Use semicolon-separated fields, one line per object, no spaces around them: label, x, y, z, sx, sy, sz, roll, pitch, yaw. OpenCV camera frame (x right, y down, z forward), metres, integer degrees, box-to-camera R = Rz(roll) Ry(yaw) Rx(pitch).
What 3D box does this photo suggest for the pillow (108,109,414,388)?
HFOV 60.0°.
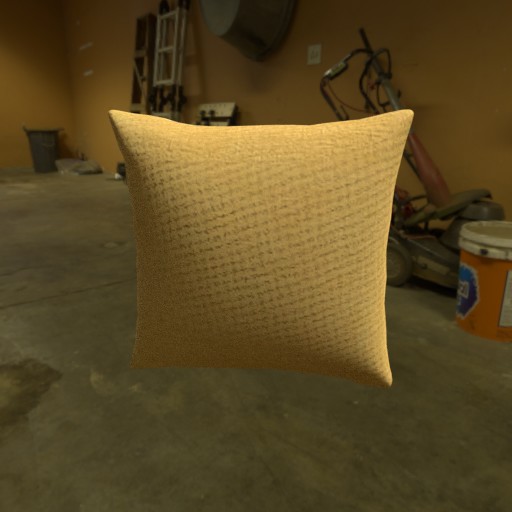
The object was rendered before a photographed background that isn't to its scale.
pillow;0.000;0.000;0.649;0.419;0.407;0.173;2;17;8
